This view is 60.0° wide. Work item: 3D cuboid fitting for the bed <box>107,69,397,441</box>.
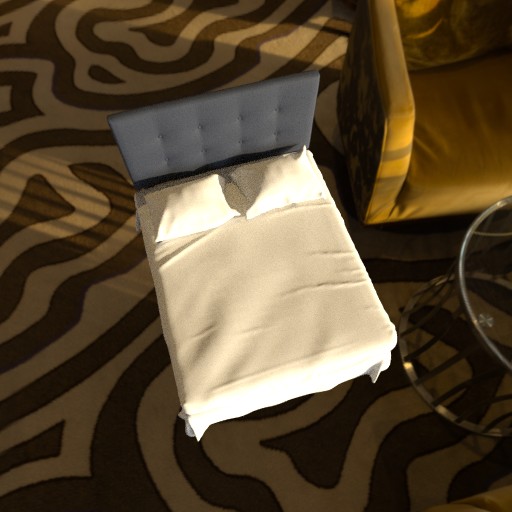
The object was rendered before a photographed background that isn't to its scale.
[{"bbox_3d":[0.000,0.000,3.542,1.936,1.577,2.222,-15,64,-8],"label":"bed"}]
